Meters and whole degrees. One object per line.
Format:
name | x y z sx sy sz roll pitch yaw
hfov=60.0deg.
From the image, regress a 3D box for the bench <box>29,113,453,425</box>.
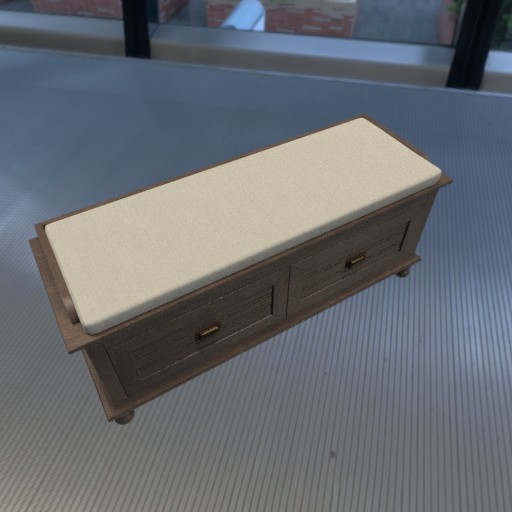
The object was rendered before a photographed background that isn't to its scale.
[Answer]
bench | 0.000 0.000 1.427 1.185 0.501 0.402 -24 51 -21
